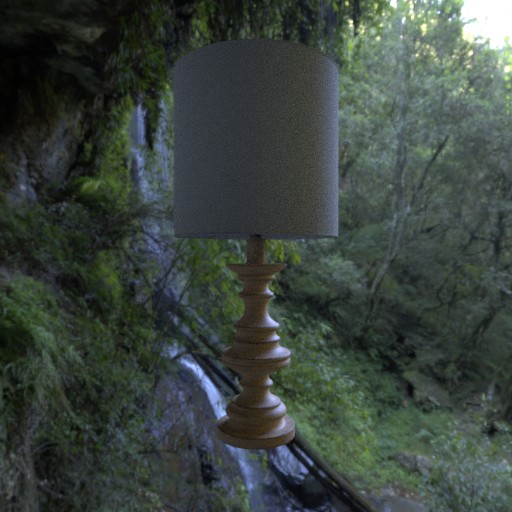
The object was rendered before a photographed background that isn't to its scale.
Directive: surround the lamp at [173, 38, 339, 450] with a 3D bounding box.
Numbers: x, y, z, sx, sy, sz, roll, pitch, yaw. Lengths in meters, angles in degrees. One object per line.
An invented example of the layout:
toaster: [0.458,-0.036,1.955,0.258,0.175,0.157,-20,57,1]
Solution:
lamp: [0.000,0.000,0.569,0.208,0.455,0.208,0,1,-19]
